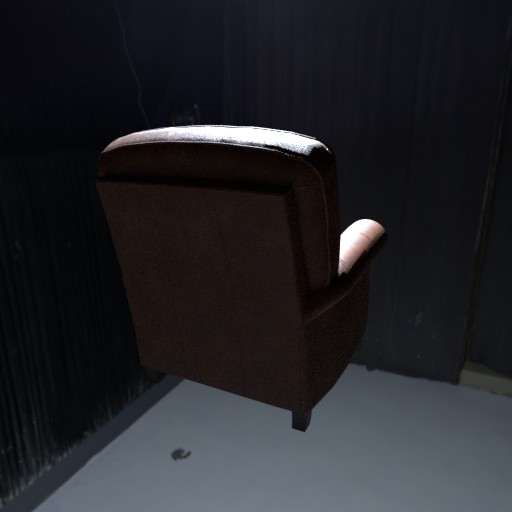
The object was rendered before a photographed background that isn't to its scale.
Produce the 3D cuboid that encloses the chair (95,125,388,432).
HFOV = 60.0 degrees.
[{"bbox_3d":[0.000,0.000,1.803,0.936,1.018,0.986,8,18,26],"label":"chair"}]
